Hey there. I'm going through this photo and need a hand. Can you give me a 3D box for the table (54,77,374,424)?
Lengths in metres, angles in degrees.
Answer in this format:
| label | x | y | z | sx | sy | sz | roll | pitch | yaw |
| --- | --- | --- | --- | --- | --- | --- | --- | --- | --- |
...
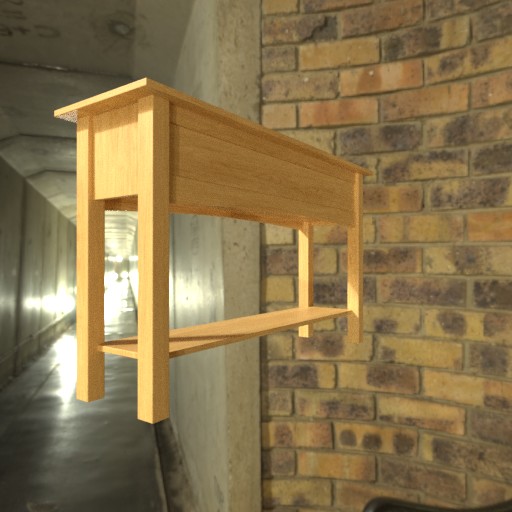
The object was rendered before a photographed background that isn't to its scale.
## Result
| label | x | y | z | sx | sy | sz | roll | pitch | yaw |
| --- | --- | --- | --- | --- | --- | --- | --- | --- | --- |
| table | 0.000 | 0.000 | 1.509 | 0.350 | 0.730 | 1.240 | 0 | 0 | 36 |
